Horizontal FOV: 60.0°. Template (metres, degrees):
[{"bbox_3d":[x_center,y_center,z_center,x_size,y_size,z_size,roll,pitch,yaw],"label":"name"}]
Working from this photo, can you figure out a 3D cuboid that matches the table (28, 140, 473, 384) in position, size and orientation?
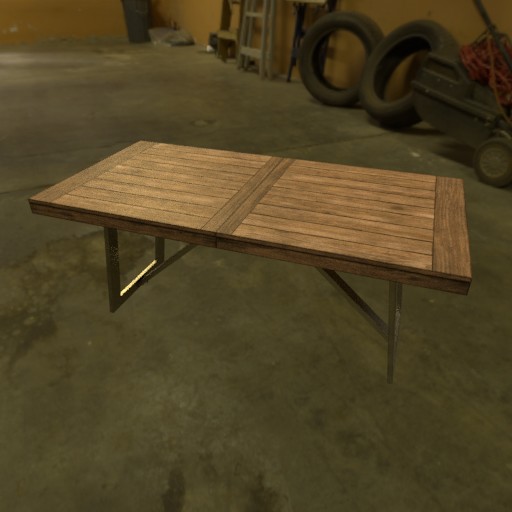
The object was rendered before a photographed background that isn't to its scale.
[{"bbox_3d":[0.000,0.000,2.312,1.867,0.757,0.931,11,33,17],"label":"table"}]
